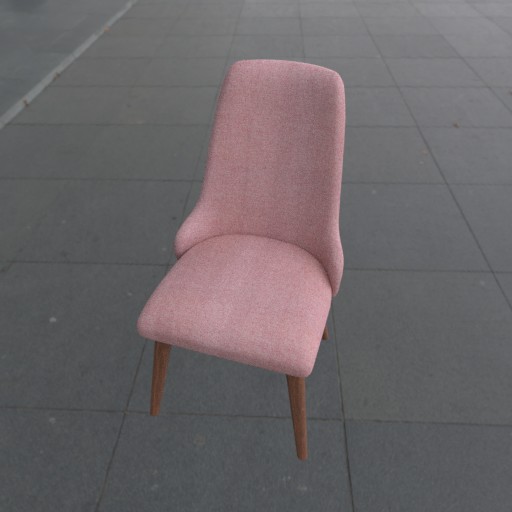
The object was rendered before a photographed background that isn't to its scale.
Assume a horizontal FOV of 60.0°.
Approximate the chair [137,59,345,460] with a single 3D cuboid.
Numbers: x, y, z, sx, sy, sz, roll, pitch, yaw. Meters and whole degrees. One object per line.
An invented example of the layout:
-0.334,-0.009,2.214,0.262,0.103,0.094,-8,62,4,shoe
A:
0.000,0.000,1.333,0.535,0.918,0.707,12,43,13,chair
